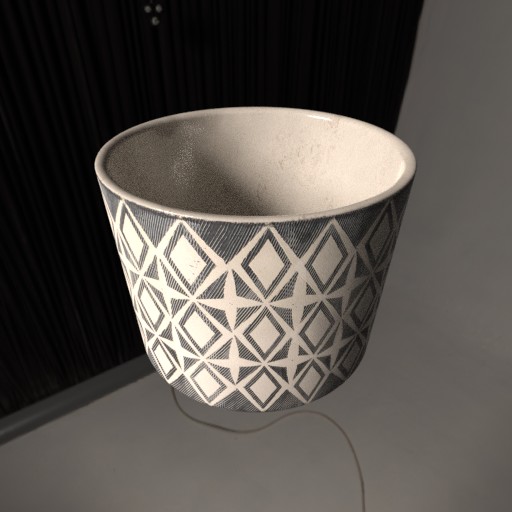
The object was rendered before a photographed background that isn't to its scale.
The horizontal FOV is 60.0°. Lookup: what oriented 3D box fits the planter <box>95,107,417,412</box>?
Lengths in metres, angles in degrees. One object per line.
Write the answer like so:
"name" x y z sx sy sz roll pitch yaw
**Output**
"planter" 0.000 0.000 0.433 0.260 0.220 0.260 0 33 0
